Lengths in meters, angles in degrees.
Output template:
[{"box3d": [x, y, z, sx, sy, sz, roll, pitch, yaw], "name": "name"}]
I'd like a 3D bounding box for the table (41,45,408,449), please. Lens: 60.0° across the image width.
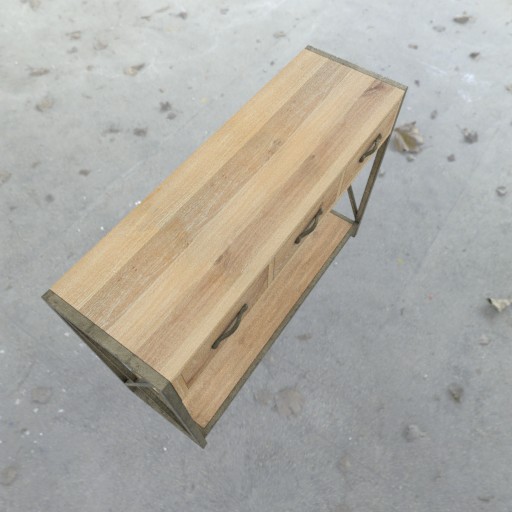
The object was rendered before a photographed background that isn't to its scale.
[{"box3d": [0.000, 0.000, 1.424, 0.361, 0.763, 1.059, 31, 64, 17], "name": "table"}]
